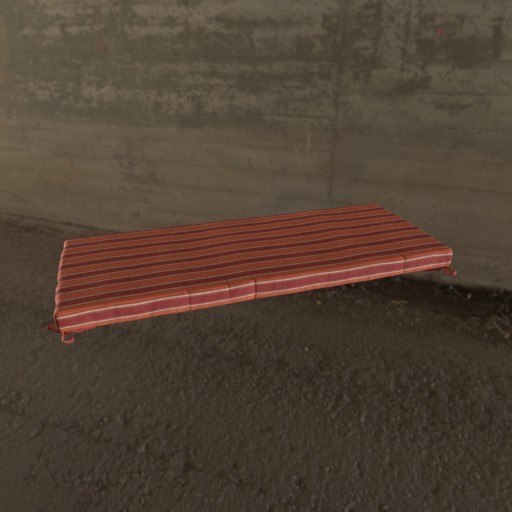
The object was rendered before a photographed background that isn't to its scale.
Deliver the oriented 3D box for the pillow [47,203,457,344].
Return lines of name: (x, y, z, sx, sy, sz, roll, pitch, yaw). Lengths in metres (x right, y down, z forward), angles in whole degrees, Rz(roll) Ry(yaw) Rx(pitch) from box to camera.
pillow: (0.000, 0.000, 1.387, 1.187, 0.081, 0.492, -8, 28, -16)
